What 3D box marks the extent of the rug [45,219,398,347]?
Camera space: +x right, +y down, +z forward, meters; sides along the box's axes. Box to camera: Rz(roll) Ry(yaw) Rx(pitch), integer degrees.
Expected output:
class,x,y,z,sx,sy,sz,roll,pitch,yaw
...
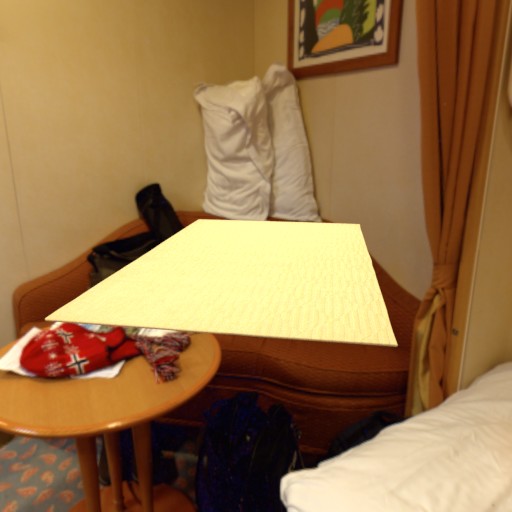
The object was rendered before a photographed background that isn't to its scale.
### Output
class,x,y,z,sx,sy,sz,roll,pitch,yaw
rug,0.000,0.000,3.014,1.531,0.014,2.441,2,16,9
